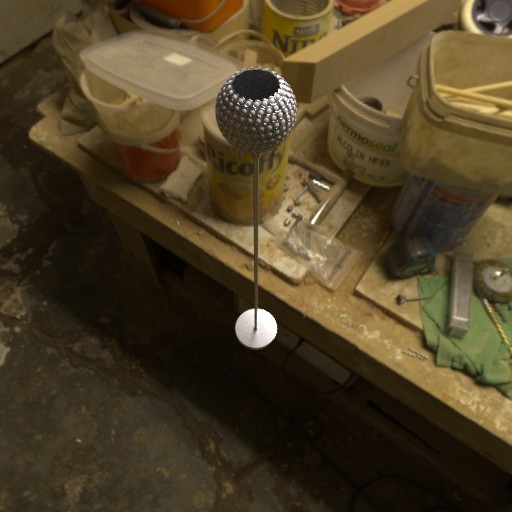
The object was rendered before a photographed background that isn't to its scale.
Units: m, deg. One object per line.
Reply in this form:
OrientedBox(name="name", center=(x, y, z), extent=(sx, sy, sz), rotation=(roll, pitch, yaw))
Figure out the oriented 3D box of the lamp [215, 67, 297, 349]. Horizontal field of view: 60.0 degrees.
OrientedBox(name="lamp", center=(0.000, 0.000, 1.943), extent=(0.254, 1.805, 0.254), rotation=(0, 60, 0))
